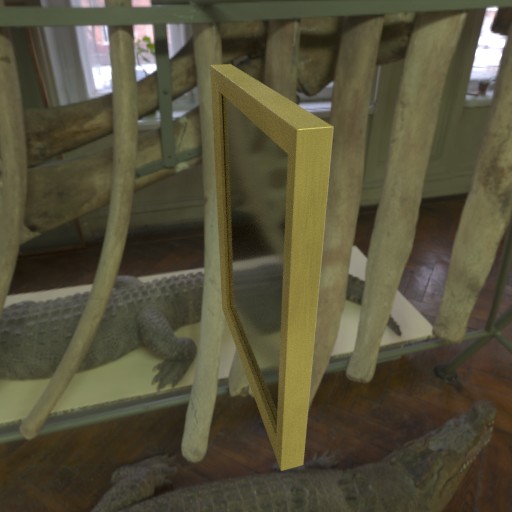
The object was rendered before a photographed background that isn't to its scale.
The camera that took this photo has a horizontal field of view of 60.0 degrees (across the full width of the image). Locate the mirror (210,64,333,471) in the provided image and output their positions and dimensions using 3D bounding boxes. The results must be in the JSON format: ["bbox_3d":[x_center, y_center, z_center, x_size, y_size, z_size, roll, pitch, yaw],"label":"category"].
[{"bbox_3d":[0.000,0.000,0.701,0.041,0.508,0.405,-9,32,-14],"label":"mirror"}]
